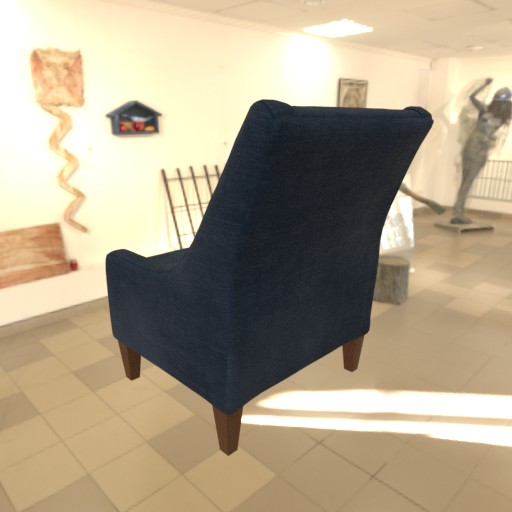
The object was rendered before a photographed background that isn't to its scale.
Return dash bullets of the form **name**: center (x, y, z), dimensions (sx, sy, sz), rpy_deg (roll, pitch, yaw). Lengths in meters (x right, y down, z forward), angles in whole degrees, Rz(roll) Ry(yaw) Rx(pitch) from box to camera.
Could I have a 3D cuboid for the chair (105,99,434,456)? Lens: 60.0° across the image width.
- **chair**: center (0.000, 0.000, 1.586), dimensions (0.774, 1.014, 0.870), rpy_deg (-16, 23, -42)
